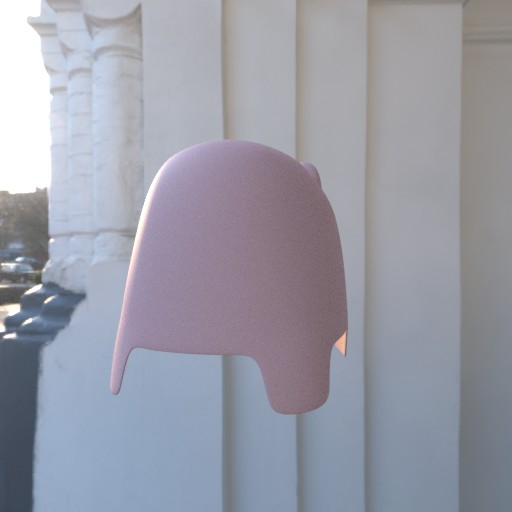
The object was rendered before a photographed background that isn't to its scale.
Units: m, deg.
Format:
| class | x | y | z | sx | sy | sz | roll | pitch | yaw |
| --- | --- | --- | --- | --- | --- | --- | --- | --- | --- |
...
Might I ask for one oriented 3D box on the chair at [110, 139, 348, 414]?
| class | x | y | z | sx | sy | sz | roll | pitch | yaw |
| --- | --- | --- | --- | --- | --- | --- | --- | --- | --- |
| chair | 0.000 | 0.000 | 0.883 | 0.364 | 0.423 | 0.619 | 0 | 0 | 19 |
